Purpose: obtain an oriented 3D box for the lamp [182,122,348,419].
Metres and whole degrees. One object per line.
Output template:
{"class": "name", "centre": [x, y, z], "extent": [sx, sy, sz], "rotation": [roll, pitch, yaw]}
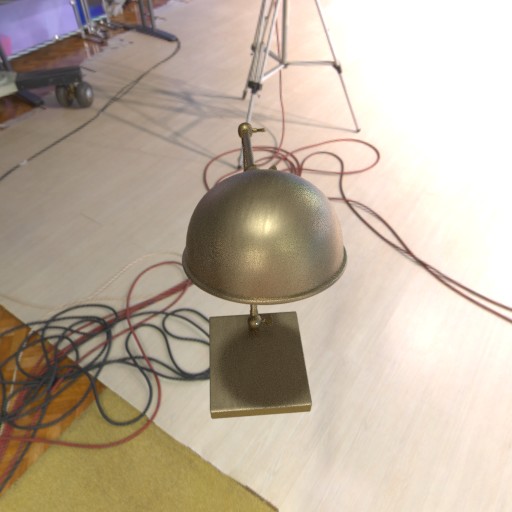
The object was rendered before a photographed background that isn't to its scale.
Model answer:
{"class": "lamp", "centre": [0.000, 0.000, 0.551], "extent": [0.149, 0.371, 0.339], "rotation": [-3, 47, -3]}
